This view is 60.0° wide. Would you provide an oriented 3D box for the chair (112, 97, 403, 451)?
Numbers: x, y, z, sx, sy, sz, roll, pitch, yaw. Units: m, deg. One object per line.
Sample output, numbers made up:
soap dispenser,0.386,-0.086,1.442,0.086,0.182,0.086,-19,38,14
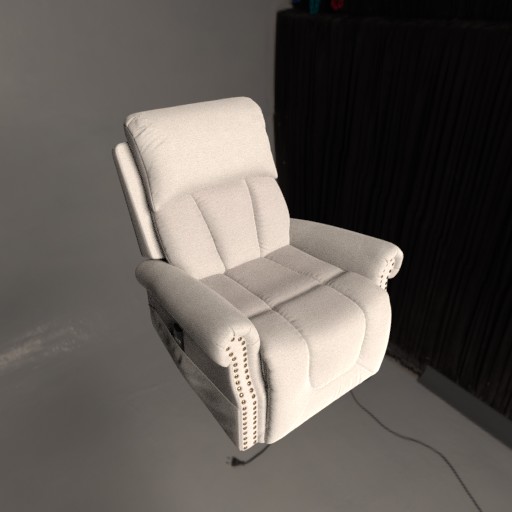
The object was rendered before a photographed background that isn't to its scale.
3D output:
chair,0.000,0.000,1.755,0.871,1.031,0.979,-22,37,-32
